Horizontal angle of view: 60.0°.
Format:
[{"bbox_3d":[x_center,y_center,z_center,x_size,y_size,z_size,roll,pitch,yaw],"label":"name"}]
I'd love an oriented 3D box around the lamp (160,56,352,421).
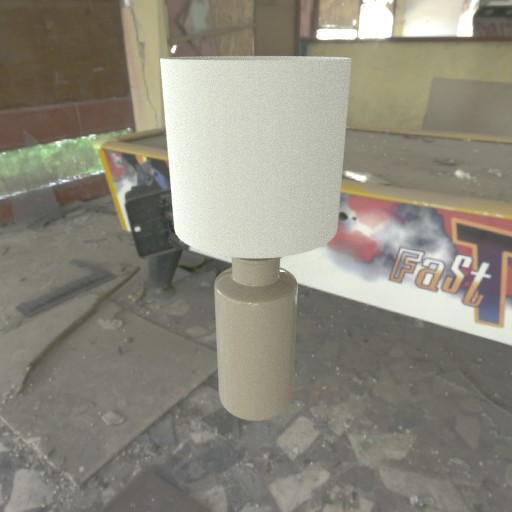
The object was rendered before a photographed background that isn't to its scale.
[{"bbox_3d":[0.000,0.000,0.604,0.212,0.493,0.212,-8,26,-17],"label":"lamp"}]
